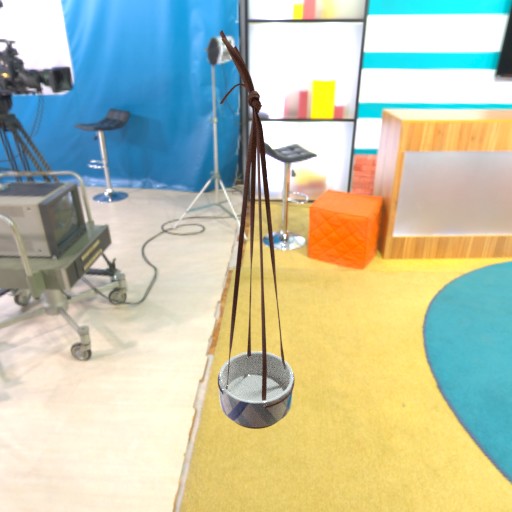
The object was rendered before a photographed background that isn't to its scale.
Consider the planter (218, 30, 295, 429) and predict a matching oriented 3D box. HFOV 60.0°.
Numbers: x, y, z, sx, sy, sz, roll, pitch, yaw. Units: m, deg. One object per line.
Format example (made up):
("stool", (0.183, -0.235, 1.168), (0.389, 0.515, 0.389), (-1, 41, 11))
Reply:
("planter", (0.000, 0.000, 0.827), (0.166, 0.751, 0.166), (-18, 32, -31))
